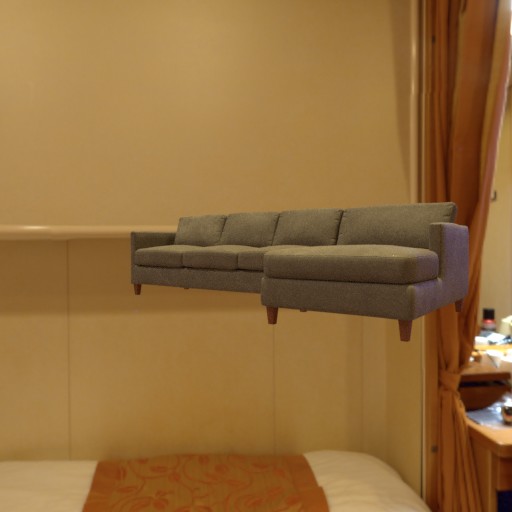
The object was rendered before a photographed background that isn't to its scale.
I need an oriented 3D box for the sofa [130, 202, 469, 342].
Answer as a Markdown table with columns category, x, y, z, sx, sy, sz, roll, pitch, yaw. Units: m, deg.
| category | x | y | z | sx | sy | sz | roll | pitch | yaw |
| --- | --- | --- | --- | --- | --- | --- | --- | --- | --- |
| sofa | 0.000 | 0.000 | 4.221 | 3.471 | 0.950 | 1.604 | 1 | 2 | 36 |
